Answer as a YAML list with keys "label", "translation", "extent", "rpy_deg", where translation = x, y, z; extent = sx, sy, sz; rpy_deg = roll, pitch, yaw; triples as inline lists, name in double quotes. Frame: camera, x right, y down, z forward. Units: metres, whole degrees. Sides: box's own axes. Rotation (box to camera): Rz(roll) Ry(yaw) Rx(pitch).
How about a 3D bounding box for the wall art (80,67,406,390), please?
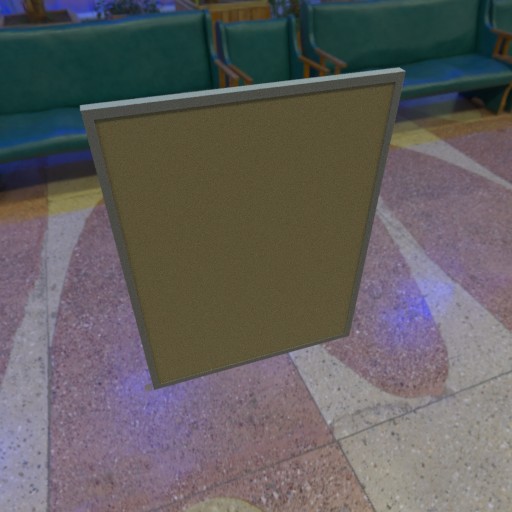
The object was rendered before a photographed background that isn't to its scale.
- label: "wall art"
  translation: [0.000, 0.000, 1.376]
  extent: [0.789, 1.042, 0.034]
  rpy_deg: [-12, 42, -14]
